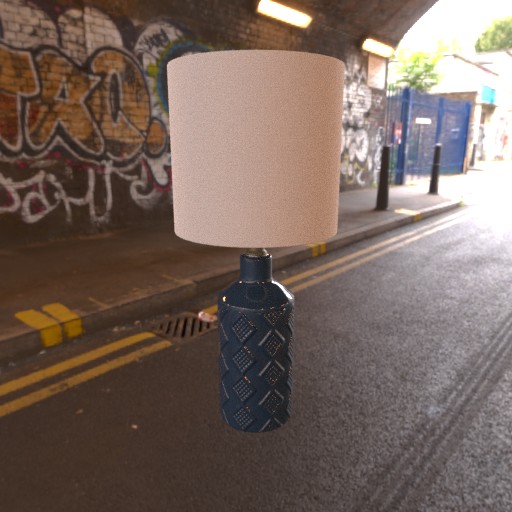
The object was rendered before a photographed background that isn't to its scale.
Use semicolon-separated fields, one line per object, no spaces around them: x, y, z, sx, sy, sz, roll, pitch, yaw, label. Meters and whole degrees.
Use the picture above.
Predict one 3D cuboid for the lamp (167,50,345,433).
0.000;0.000;0.582;0.207;0.461;0.207;-3;15;-10;lamp
